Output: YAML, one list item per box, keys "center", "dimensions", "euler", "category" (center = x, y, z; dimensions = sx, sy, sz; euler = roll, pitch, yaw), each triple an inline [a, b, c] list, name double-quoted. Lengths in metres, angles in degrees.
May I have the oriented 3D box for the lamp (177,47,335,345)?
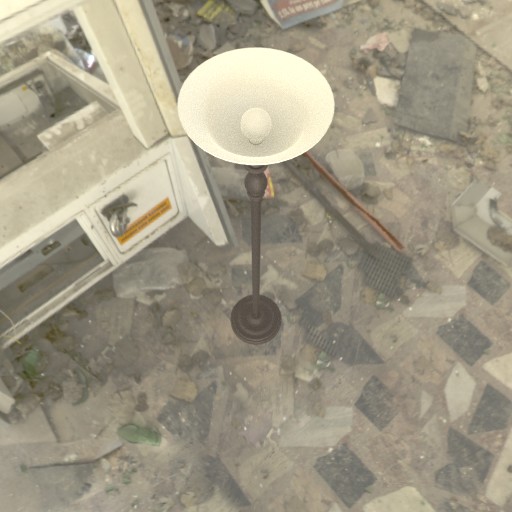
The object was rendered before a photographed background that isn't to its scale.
- center: [0.000, 0.000, 1.950]
  dimensions: [0.405, 1.797, 0.405]
  euler: [-14, 64, -7]
  category: "lamp"
